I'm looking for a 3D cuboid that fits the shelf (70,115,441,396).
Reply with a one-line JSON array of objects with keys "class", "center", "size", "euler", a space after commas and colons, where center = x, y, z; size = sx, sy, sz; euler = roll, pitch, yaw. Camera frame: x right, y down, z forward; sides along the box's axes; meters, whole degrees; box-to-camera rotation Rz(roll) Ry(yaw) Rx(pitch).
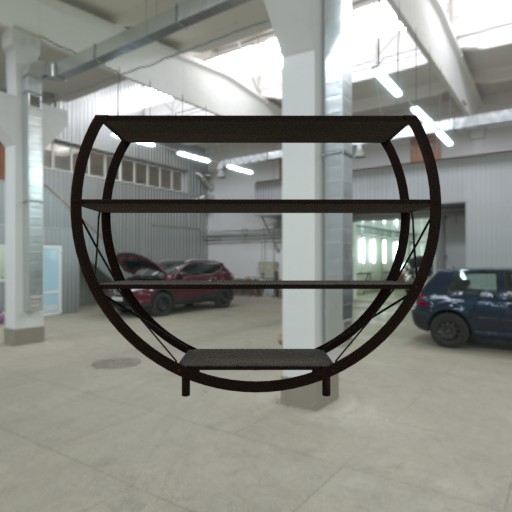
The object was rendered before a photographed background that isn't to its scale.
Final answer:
[{"class": "shelf", "center": [0.000, 0.000, 1.841], "size": [1.403, 1.063, 0.344], "euler": [0, -1, 0]}]
